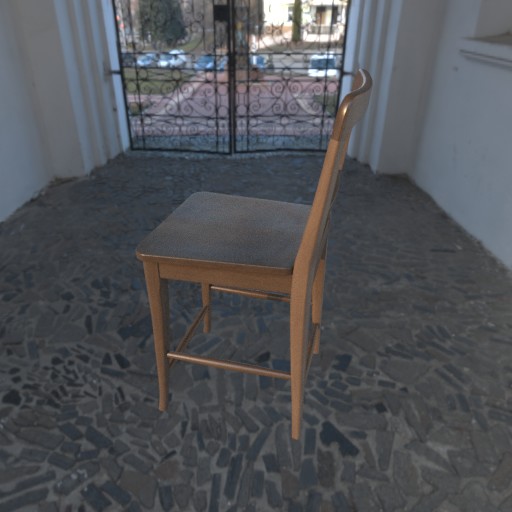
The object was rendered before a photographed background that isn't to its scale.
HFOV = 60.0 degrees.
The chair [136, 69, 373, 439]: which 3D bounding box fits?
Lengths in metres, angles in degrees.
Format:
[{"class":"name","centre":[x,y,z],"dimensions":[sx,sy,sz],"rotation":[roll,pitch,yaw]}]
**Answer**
[{"class":"chair","centre":[0.000,0.000,1.302],"dimensions":[0.546,0.991,0.450],"rotation":[8,30,13]}]
